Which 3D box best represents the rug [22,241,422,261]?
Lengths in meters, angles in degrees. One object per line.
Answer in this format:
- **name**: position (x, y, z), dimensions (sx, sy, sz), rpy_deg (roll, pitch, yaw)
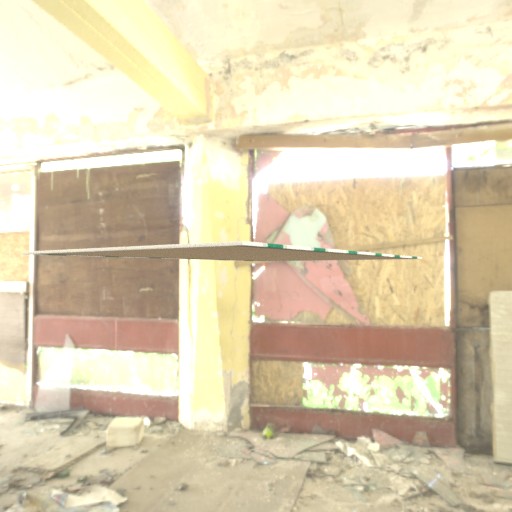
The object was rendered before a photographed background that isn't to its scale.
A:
- **rug**: position (0.000, 0.000, 2.327), dimensions (1.210, 0.012, 1.829), rpy_deg (-1, -2, 35)
